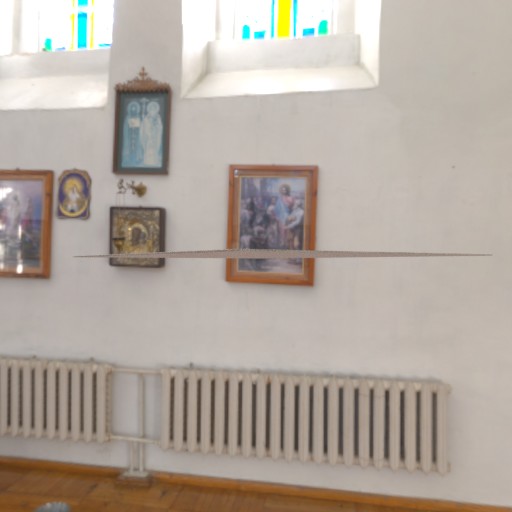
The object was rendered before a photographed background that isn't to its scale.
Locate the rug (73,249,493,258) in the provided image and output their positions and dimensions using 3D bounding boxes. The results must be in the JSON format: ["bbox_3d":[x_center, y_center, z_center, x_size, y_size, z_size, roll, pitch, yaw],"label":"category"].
[{"bbox_3d":[0.000,0.000,4.035,2.451,0.011,3.072,1,-1,-36],"label":"rug"}]
